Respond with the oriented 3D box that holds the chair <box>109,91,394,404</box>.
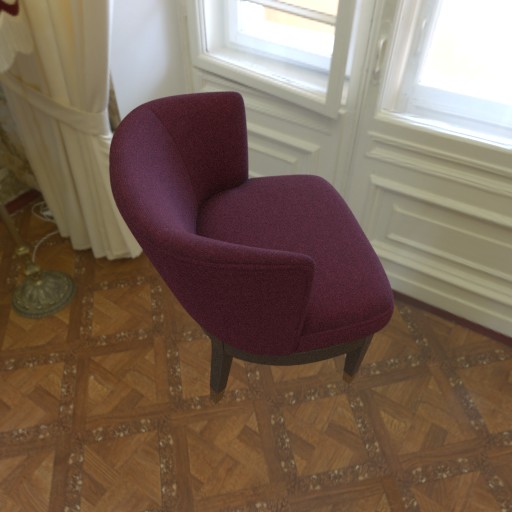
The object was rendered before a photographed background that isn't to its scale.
[{"bbox_3d":[0.000,0.000,1.286,0.660,0.760,0.700,-9,47,-9],"label":"chair"}]
